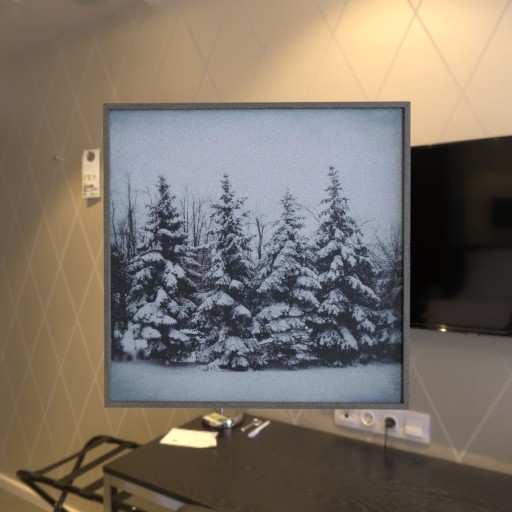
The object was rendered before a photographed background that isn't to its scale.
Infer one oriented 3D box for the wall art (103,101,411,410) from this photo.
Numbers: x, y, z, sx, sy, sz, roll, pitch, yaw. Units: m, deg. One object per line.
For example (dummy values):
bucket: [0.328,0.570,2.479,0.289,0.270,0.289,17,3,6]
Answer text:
wall art: [0.000,0.000,0.753,0.507,0.507,0.037,0,1,1]
